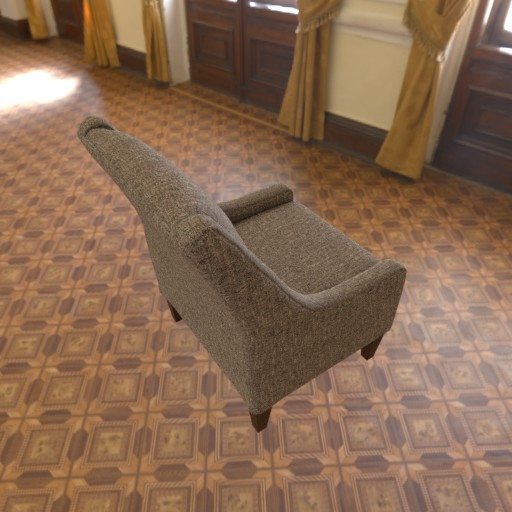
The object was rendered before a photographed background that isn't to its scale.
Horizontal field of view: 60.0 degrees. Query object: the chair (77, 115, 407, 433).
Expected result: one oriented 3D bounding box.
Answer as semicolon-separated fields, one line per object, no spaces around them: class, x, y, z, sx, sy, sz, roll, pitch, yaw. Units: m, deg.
chair;0.000;0.000;1.648;0.870;1.014;0.774;-24;46;-26
